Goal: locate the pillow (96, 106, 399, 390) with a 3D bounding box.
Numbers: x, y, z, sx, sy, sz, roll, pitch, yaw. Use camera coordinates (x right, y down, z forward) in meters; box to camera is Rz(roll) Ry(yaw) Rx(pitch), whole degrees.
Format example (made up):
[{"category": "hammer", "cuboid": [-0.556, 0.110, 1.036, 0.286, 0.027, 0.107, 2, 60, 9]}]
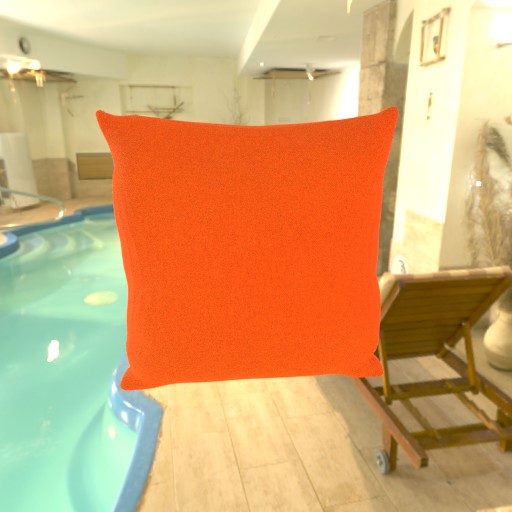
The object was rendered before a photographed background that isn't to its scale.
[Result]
[{"category": "pillow", "cuboid": [0.000, 0.000, 0.685, 0.440, 0.441, 0.182, -2, 16, -7]}]
